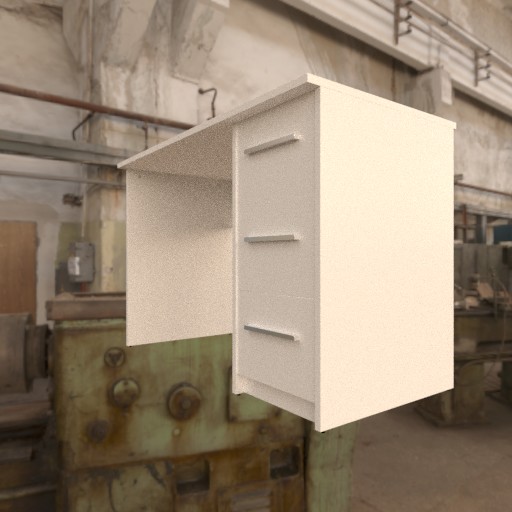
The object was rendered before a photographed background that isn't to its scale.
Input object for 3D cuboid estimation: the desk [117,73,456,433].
[{"bbox_3d":[0.000,0.000,1.494,0.560,0.735,1.097,0,0,-37],"label":"desk"}]
